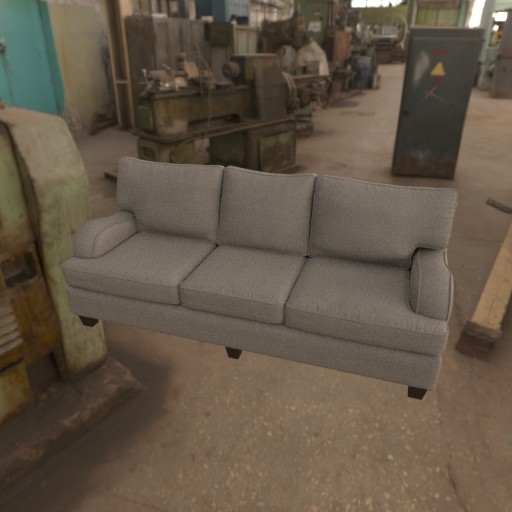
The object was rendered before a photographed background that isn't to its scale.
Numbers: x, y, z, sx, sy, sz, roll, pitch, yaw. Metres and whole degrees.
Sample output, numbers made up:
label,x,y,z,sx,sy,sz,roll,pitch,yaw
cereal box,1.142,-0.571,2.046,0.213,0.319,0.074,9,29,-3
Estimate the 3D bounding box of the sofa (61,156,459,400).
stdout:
label,x,y,z,sx,sy,sz,roll,pitch,yaw
sofa,0.000,0.000,2.869,2.323,0.991,1.016,8,28,16
